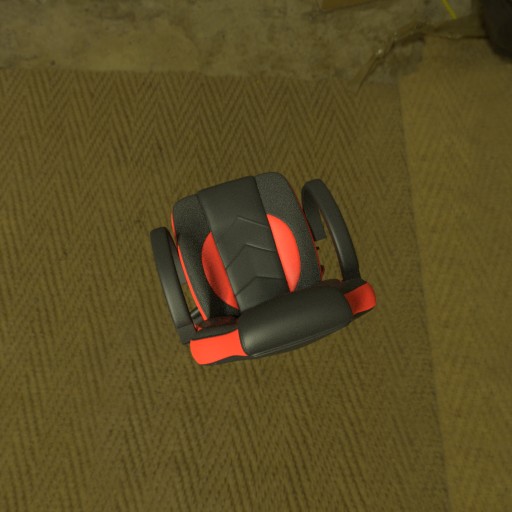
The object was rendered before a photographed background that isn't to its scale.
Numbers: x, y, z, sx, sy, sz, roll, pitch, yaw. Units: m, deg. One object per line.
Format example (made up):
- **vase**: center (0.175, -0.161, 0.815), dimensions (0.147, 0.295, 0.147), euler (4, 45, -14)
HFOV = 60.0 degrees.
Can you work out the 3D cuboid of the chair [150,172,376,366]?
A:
- **chair**: center (0.000, 0.000, 1.386), dimensions (0.600, 1.016, 0.642), euler (-18, 75, -5)
